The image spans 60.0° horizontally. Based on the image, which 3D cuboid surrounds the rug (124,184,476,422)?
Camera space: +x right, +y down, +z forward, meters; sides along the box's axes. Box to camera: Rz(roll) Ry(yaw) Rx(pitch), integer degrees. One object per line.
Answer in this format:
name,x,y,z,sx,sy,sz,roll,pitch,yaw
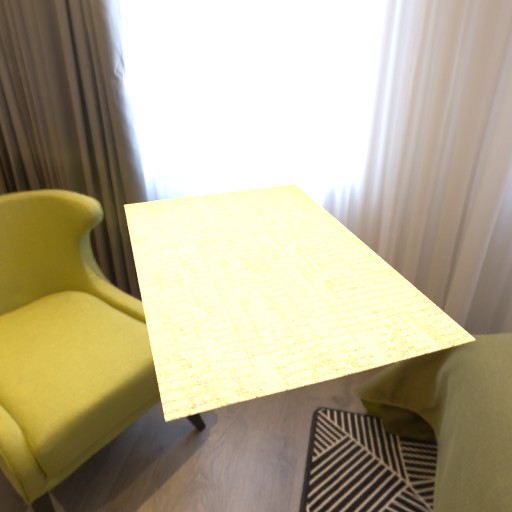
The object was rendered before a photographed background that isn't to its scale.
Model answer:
rug,0.000,0.000,2.315,1.211,0.007,1.827,-9,31,-16
